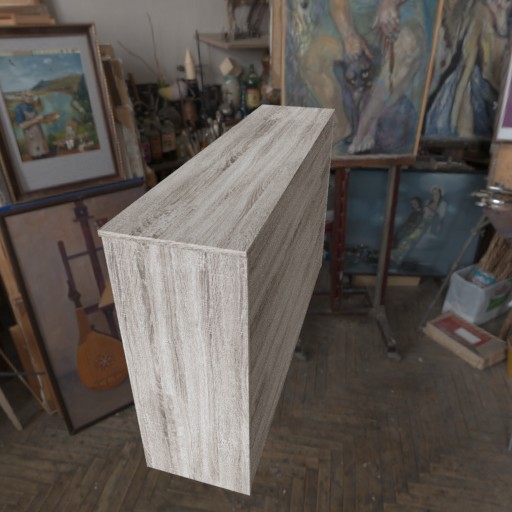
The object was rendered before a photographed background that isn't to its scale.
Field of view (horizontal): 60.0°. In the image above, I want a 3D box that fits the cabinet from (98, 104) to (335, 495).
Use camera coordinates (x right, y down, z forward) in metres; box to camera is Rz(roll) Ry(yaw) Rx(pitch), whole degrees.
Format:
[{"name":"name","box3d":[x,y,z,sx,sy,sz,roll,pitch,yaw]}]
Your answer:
[{"name":"cabinet","box3d":[0.000,0.000,1.827,0.380,0.900,1.450,8,31,14]}]
